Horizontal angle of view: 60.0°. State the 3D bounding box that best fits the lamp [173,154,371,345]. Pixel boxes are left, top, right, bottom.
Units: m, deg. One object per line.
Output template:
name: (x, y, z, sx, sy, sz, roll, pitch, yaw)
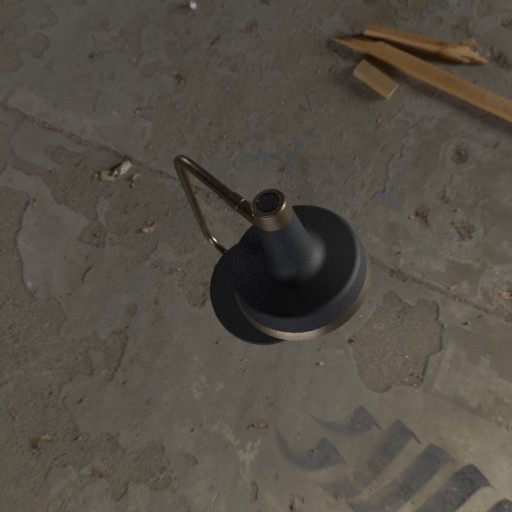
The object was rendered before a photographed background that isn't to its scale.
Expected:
lamp: (0.000, 0.000, 0.487, 0.218, 0.385, 0.162, 43, 81, 9)
